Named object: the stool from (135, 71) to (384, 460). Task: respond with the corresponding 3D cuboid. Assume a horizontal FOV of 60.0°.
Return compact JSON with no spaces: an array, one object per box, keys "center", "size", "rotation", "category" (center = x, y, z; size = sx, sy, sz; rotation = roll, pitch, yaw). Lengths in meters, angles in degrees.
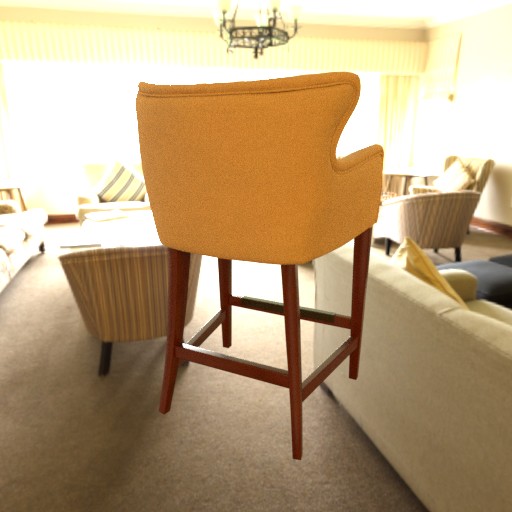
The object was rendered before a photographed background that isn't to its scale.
[{"center":[0.000,0.000,1.293],"size":[0.601,0.951,0.570],"rotation":[8,19,25],"category":"stool"}]
